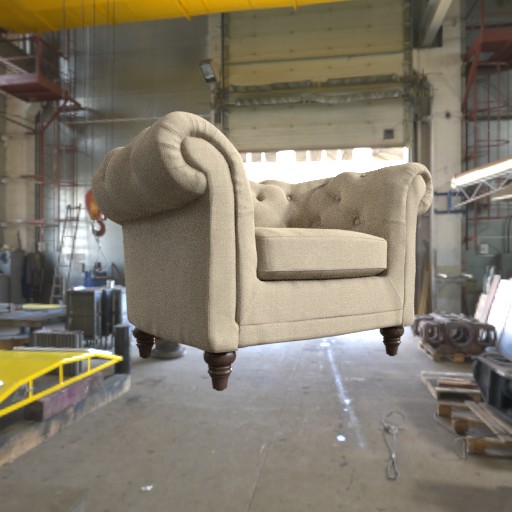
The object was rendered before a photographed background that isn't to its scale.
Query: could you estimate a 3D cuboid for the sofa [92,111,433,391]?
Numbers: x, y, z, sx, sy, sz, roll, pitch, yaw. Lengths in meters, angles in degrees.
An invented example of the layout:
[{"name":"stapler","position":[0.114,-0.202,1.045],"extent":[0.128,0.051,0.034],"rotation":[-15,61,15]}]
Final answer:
[{"name":"sofa","position":[0.000,0.000,2.030],"extent":[1.405,0.878,1.034],"rotation":[0,0,-35]}]
